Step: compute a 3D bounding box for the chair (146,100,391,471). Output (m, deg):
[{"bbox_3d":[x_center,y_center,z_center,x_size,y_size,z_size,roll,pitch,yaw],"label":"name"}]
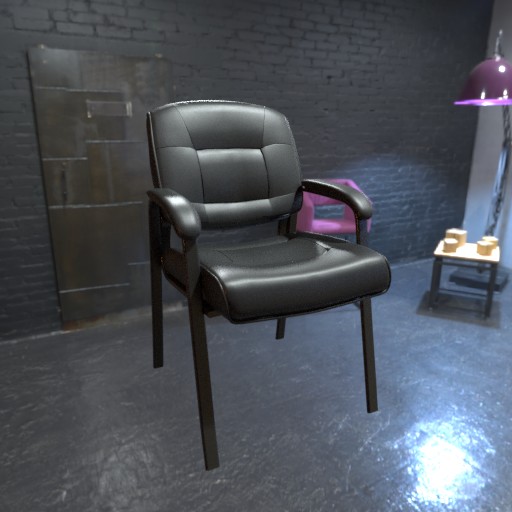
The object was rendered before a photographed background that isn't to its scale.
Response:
[{"bbox_3d":[0.000,0.000,1.328,0.591,0.910,0.668,-8,18,-26],"label":"chair"}]
